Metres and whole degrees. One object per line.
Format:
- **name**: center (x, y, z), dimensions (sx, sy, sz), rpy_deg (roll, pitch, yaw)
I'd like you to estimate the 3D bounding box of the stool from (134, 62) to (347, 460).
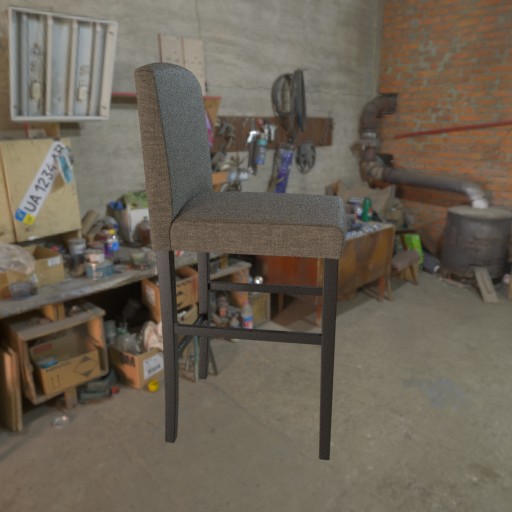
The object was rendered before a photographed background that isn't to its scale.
- **stool**: center (0.000, 0.000, 1.408), dimensions (0.552, 1.138, 0.451), rpy_deg (2, 16, 9)
